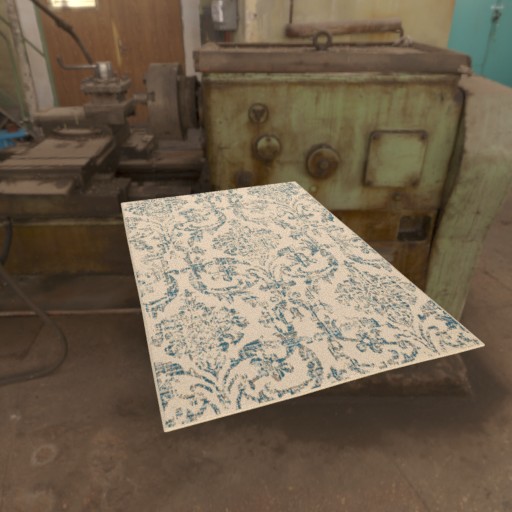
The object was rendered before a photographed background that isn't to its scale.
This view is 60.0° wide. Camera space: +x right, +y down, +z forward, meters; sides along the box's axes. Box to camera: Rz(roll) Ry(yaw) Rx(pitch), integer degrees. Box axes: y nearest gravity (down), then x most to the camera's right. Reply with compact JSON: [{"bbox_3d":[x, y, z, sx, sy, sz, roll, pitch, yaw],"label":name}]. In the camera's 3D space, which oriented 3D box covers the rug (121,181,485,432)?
[{"bbox_3d":[0.000,0.000,2.260,1.213,0.012,1.831,-10,32,-16],"label":"rug"}]
